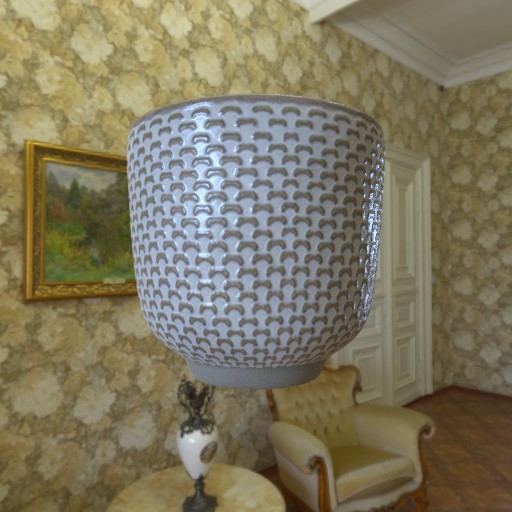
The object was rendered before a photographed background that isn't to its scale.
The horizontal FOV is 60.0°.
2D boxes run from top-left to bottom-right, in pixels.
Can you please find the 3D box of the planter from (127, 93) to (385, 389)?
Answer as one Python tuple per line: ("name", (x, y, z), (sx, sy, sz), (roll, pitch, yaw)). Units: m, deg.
("planter", (0.000, 0.000, 0.246), (0.139, 0.130, 0.139), (0, -2, 0))
